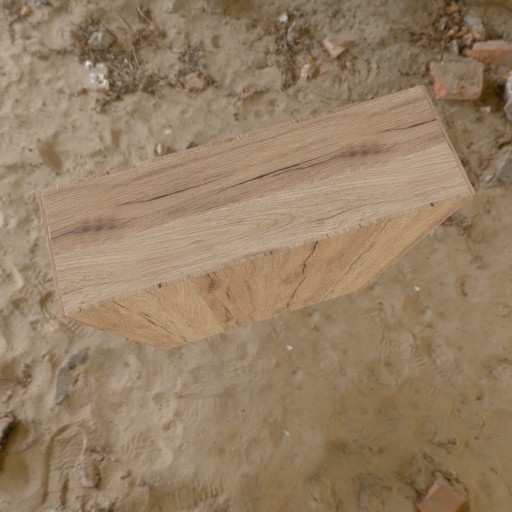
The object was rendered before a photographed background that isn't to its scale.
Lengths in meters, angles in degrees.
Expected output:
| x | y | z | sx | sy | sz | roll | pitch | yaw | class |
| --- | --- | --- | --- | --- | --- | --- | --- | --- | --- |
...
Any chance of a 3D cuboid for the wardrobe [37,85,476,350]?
| x | y | z | sx | sy | sz | roll | pitch | yaw | class |
| --- | --- | --- | --- | --- | --- | --- | --- | --- | --- |
| 0.000 | 0.000 | 2.912 | 1.810 | 2.070 | 0.580 | -17 | 75 | -5 | wardrobe |
